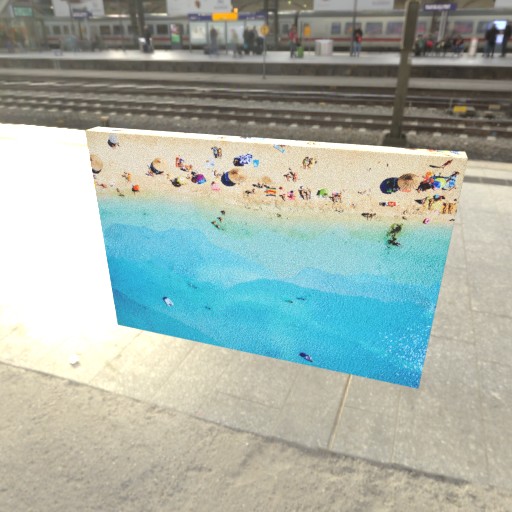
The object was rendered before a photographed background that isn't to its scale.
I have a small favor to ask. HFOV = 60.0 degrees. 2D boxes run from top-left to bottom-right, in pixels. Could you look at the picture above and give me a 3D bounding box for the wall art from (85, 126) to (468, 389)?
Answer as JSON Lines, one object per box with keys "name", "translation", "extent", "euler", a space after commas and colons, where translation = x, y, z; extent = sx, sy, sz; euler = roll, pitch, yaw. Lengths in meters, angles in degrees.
{"name": "wall art", "translation": [0.000, 0.000, 1.150], "extent": [0.894, 0.595, 0.057], "euler": [8, 28, 16]}
